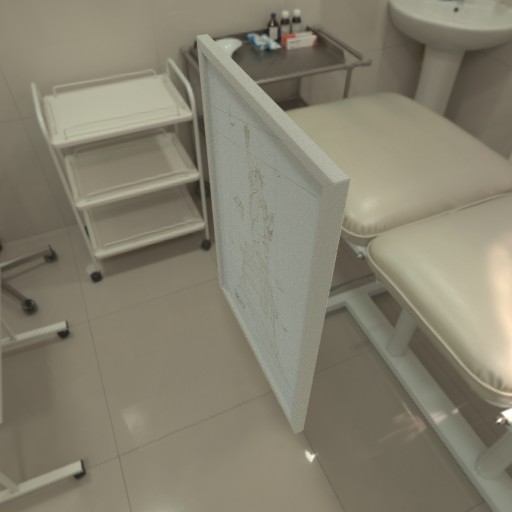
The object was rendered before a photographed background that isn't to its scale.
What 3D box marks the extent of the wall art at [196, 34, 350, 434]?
[{"bbox_3d":[0.000,0.000,1.523,0.038,1.183,0.808,-18,49,-16],"label":"wall art"}]
